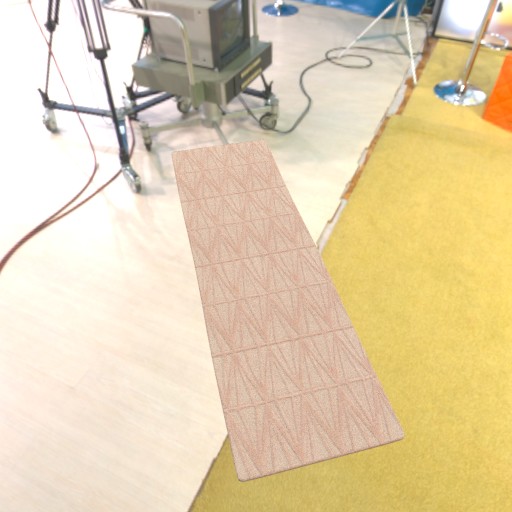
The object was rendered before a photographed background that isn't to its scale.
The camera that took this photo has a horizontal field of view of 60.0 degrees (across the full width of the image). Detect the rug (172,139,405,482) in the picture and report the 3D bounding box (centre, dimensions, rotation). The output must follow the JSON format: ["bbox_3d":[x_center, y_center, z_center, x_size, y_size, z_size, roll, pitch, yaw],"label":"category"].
[{"bbox_3d":[0.000,0.000,2.682,0.760,0.015,2.435,-10,48,-9],"label":"rug"}]
